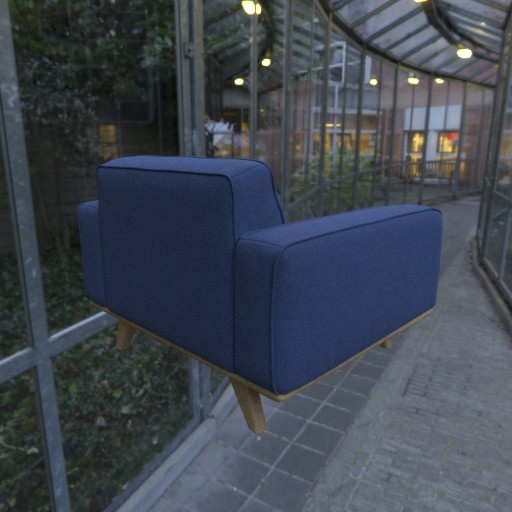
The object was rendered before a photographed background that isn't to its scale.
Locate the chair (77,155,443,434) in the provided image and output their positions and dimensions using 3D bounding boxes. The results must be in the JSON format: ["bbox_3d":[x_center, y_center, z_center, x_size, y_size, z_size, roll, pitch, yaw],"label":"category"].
[{"bbox_3d":[0.000,0.000,1.754,1.118,0.783,0.953,13,19,42],"label":"chair"}]
